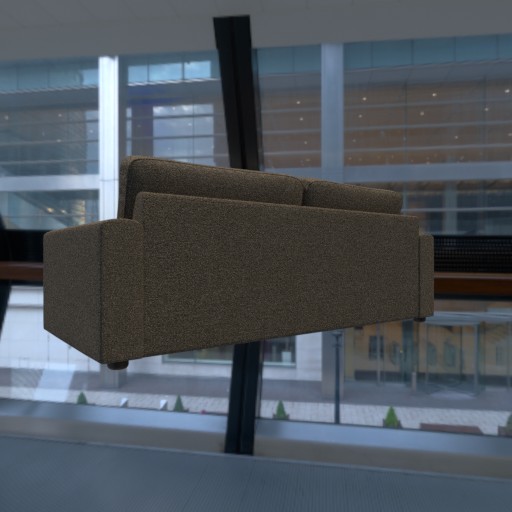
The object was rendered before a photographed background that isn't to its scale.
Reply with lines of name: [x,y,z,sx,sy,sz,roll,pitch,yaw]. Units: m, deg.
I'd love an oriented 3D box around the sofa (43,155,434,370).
sofa: [0.000,0.000,2.668,2.179,0.873,1.016,0,0,-37]
